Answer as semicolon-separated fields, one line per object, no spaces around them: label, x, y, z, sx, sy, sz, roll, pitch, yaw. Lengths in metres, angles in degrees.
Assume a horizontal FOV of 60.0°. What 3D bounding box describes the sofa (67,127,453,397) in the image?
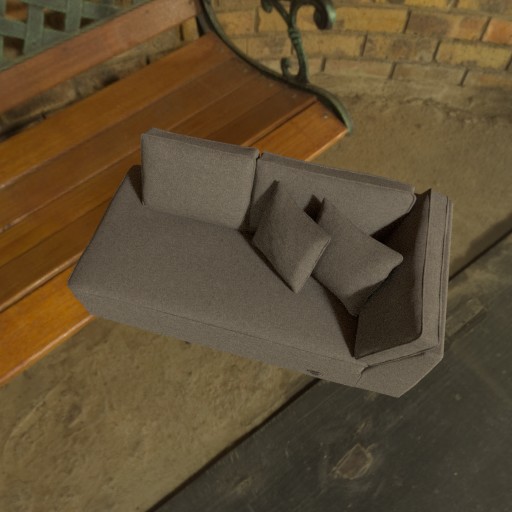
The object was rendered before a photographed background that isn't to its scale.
sofa;0.000;0.000;2.879;2.237;1.033;1.110;14;59;8
